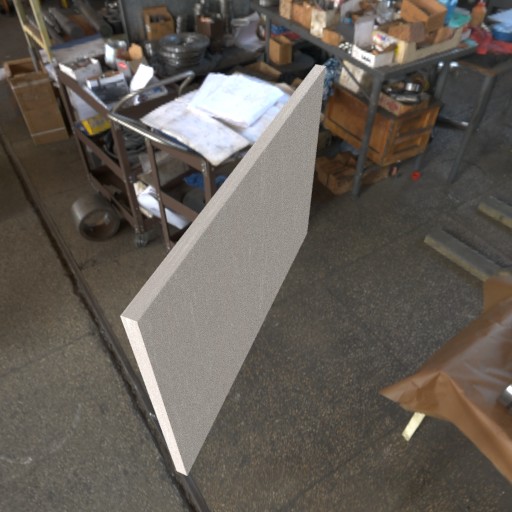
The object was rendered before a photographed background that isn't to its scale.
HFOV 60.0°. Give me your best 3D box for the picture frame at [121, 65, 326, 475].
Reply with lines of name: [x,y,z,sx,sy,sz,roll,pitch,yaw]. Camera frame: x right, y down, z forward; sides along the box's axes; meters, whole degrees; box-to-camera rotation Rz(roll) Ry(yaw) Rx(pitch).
picture frame: [0.000,0.000,1.172,0.029,0.640,0.950,17,48,16]
